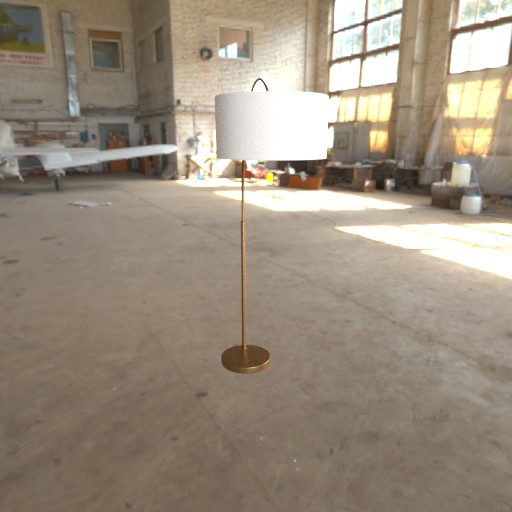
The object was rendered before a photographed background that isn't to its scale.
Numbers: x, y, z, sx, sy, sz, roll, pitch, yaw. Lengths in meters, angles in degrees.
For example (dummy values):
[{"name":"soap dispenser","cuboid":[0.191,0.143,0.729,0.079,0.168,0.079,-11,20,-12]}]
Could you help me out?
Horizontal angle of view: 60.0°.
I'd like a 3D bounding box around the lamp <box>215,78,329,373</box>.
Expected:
[{"name":"lamp","cuboid":[0.000,0.000,2.598,0.493,1.927,1.434,-2,15,-8]}]
